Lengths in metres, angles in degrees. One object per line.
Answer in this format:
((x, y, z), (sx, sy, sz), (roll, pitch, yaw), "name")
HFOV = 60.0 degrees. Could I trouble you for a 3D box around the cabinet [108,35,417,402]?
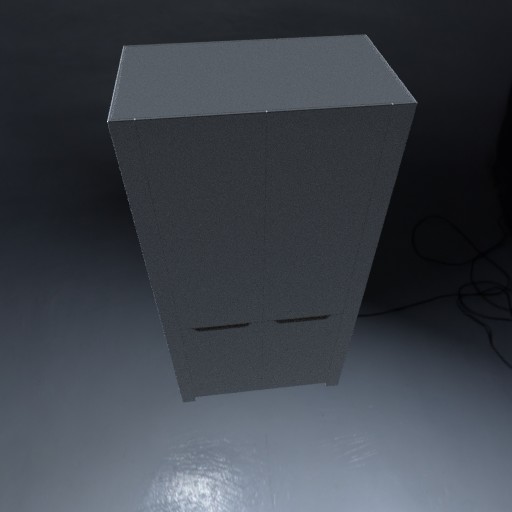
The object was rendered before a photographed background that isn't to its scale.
((0.000, 0.000, 2.283), (0.980, 1.920, 0.580), (-5, 47, -5), "cabinet")
